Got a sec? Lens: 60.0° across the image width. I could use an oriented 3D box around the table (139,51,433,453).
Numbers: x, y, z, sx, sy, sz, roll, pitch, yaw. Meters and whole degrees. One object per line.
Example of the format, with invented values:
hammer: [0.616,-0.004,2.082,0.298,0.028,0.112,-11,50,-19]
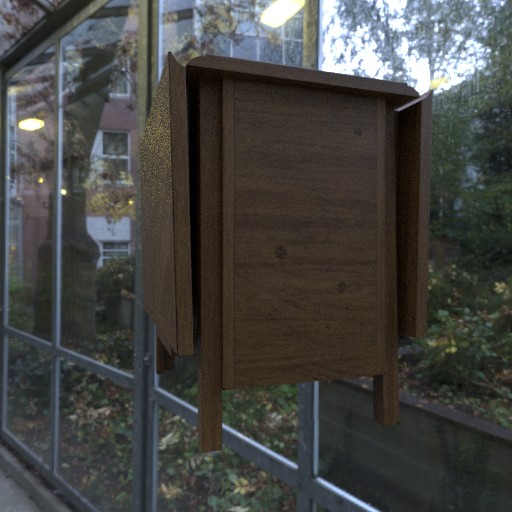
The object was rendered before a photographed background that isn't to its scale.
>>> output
table: [0.000,0.000,1.258,0.591,0.763,0.746,0,0,-19]
